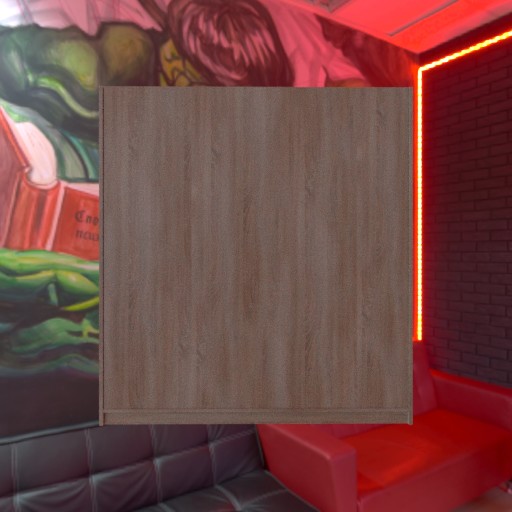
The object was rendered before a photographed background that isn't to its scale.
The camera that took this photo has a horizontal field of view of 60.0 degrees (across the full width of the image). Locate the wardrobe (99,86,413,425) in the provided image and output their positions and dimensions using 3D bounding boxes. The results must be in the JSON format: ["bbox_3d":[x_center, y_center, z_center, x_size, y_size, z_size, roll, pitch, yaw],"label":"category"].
[{"bbox_3d":[0.000,0.000,3.121,1.998,2.159,0.598,0,0,-1],"label":"wardrobe"}]
